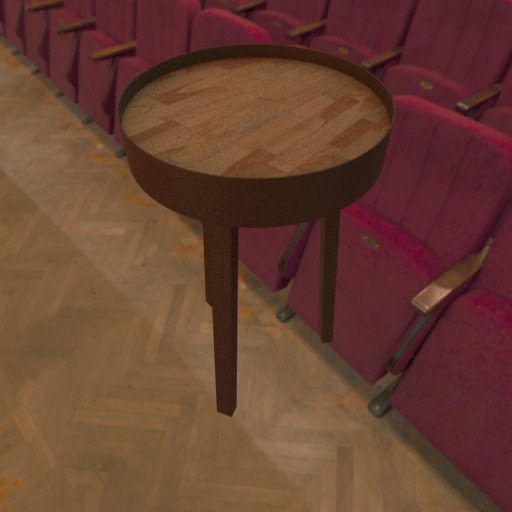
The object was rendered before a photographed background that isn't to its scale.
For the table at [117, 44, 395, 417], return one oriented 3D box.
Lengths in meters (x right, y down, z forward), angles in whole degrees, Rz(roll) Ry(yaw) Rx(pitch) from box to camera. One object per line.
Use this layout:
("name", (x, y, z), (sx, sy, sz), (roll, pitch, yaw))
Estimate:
("table", (0.000, 0.000, 0.909), (0.406, 0.686, 0.406), (-29, 53, -25))
